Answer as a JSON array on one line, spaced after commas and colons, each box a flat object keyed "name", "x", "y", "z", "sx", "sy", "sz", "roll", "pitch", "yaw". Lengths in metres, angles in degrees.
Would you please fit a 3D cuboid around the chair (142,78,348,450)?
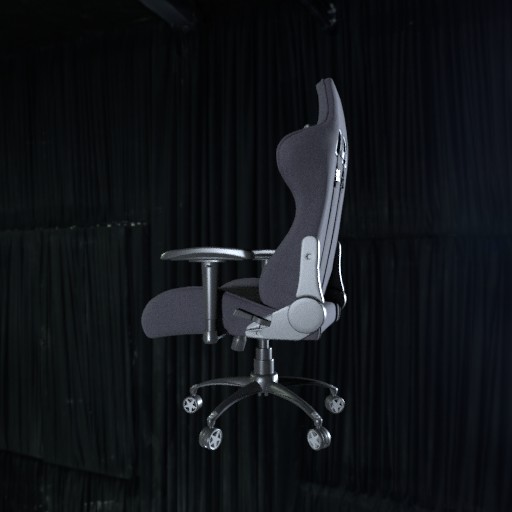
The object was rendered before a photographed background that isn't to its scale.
[{"name": "chair", "x": 0.000, "y": 0.000, "z": 1.762, "sx": 0.695, "sy": 1.300, "sz": 0.730, "roll": 0, "pitch": 0, "yaw": 18}]
